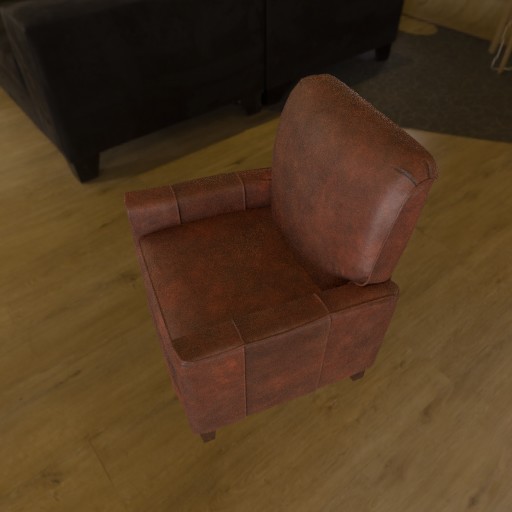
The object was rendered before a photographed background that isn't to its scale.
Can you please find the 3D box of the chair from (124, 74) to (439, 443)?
[{"bbox_3d":[0.000,0.000,1.652,0.836,1.043,0.843,-16,48,-16],"label":"chair"}]
